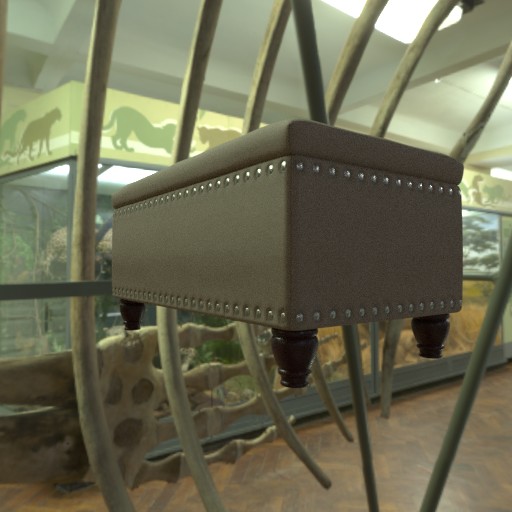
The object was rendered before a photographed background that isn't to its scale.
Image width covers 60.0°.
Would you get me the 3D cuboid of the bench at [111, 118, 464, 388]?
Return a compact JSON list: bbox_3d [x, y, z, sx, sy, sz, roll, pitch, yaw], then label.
[{"bbox_3d":[0.000,0.000,1.180,0.500,0.449,0.887,1,-1,-35],"label":"bench"}]
